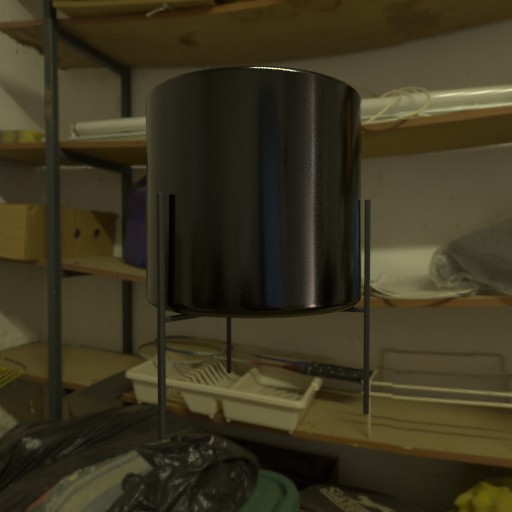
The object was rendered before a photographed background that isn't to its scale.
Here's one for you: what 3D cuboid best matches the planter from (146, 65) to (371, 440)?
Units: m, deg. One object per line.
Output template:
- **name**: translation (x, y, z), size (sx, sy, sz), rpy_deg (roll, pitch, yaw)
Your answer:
- **planter**: translation (0.000, 0.000, 0.644), size (0.310, 0.432, 0.310), rpy_deg (0, 2, -2)
